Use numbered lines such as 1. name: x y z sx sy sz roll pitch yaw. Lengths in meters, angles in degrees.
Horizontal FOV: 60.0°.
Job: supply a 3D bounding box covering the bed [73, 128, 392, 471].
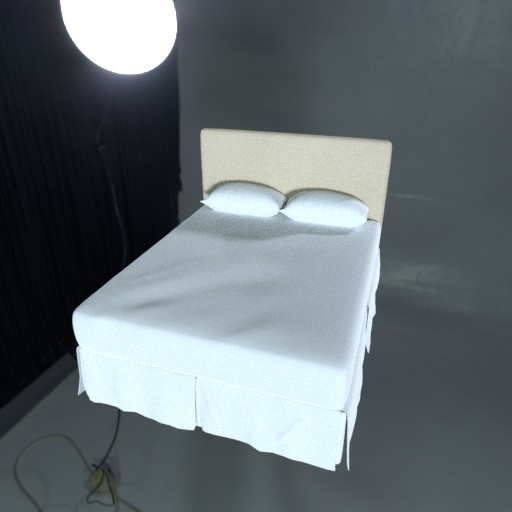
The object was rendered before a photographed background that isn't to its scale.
1. bed: 0.000 0.000 3.157 1.723 1.330 2.142 9 28 16
